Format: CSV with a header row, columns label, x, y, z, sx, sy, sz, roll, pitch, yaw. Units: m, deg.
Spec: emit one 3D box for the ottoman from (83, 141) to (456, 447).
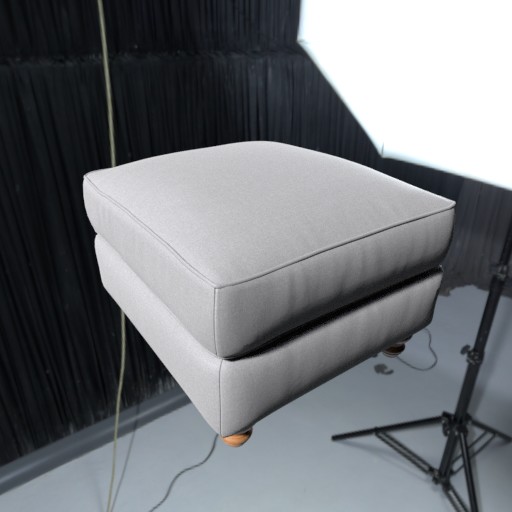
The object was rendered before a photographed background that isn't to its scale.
label,x,y,z,sx,sy,sz,roll,pitch,yaw
ottoman,0.000,0.000,1.148,0.662,0.505,0.721,-18,32,-31
